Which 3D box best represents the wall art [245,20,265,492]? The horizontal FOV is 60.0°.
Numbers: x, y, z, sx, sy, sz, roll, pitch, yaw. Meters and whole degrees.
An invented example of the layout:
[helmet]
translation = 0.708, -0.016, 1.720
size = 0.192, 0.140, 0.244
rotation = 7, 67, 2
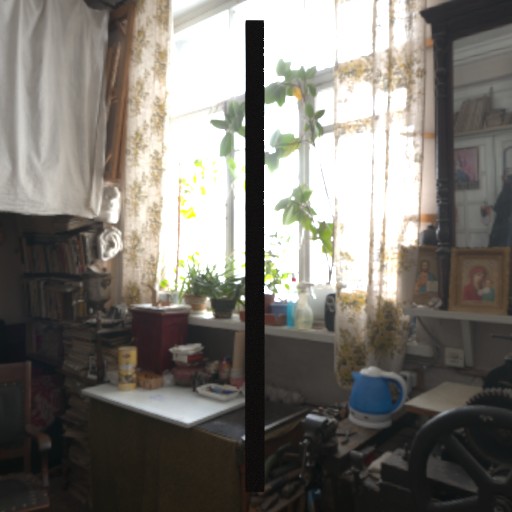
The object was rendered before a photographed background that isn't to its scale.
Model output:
[wall art]
translation = 0.000, 0.000, 0.693
size = 0.021, 0.509, 0.430
rotation = 0, 0, 0
